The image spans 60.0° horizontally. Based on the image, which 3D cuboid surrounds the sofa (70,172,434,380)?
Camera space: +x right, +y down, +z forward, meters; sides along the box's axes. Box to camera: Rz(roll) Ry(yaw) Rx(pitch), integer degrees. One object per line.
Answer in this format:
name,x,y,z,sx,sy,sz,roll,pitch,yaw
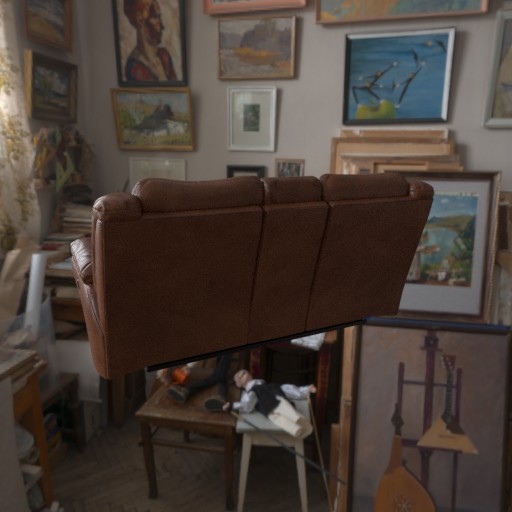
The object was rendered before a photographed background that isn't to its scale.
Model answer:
sofa,0.000,0.000,2.744,2.058,1.043,0.991,-7,15,-26
